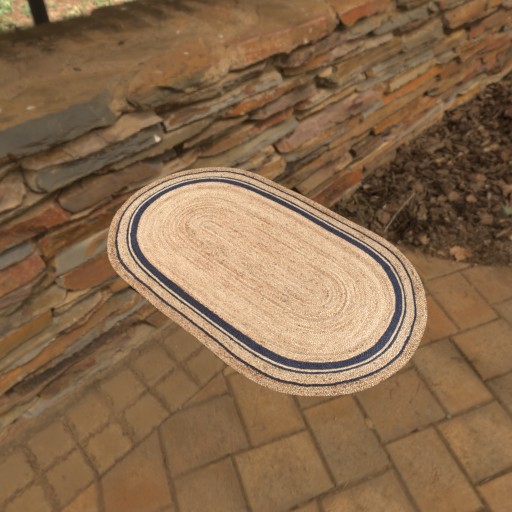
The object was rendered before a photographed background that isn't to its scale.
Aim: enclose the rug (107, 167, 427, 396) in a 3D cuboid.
[{"bbox_3d":[0.000,0.000,3.143,2.432,0.006,1.520,32,54,26],"label":"rug"}]
